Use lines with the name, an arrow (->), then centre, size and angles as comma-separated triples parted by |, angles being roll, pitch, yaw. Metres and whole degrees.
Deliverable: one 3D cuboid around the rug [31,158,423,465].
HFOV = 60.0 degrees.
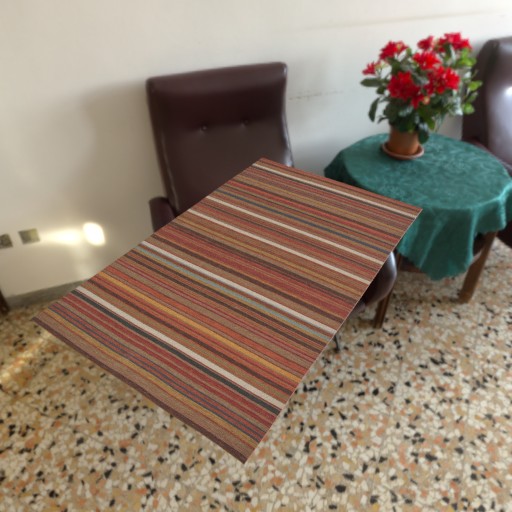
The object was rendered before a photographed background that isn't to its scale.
rug -> 0.000, 0.000, 3.035 | 1.523, 0.008, 2.438 | 23, 45, 26
